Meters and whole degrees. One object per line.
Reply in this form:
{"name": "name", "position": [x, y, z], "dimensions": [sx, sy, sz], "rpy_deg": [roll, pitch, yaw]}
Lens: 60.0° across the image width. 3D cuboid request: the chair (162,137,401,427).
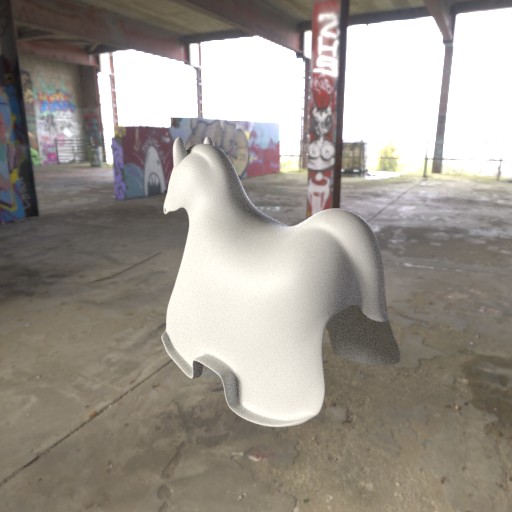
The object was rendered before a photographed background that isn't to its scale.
{"name": "chair", "position": [0.000, 0.000, 1.185], "dimensions": [0.429, 0.612, 0.800], "rpy_deg": [-14, 21, -41]}
